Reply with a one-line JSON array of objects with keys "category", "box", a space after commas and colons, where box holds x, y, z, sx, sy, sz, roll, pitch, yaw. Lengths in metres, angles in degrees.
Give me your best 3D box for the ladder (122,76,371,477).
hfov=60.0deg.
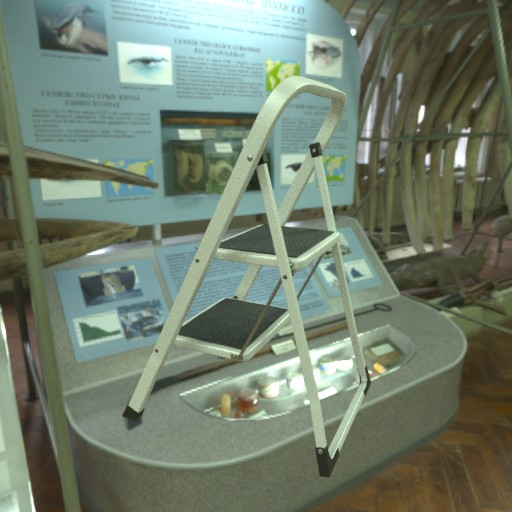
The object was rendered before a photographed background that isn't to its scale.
[{"category": "ladder", "box": [0.000, 0.000, 1.115, 0.544, 0.810, 0.460, 8, 17, 25]}]
